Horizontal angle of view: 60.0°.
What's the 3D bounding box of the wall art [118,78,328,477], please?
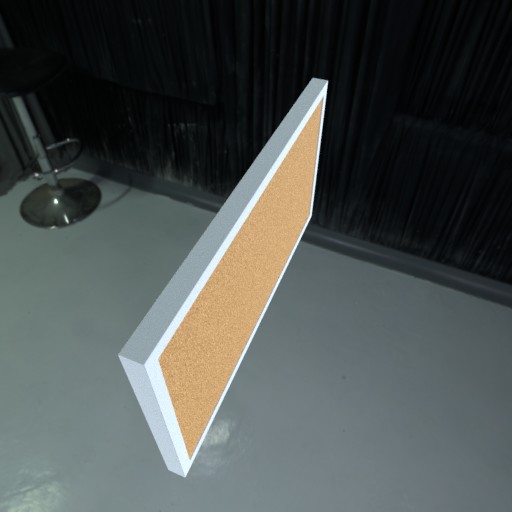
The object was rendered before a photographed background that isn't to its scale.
[{"bbox_3d":[0.000,0.000,0.958,0.038,0.431,0.812,17,49,15],"label":"wall art"}]
